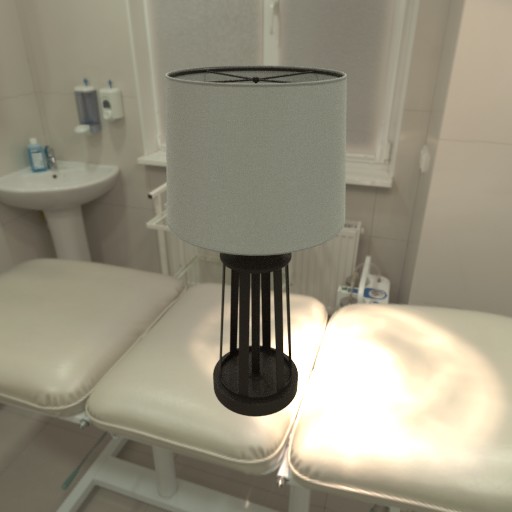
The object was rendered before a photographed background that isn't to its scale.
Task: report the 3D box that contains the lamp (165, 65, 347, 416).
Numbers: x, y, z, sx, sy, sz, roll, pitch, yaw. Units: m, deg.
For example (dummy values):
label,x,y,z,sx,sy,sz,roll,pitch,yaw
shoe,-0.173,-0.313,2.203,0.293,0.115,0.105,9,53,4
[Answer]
label,x,y,z,sx,sy,sz,roll,pitch,yaw
lamp,0.000,0.000,0.664,0.251,0.509,0.251,0,28,0
